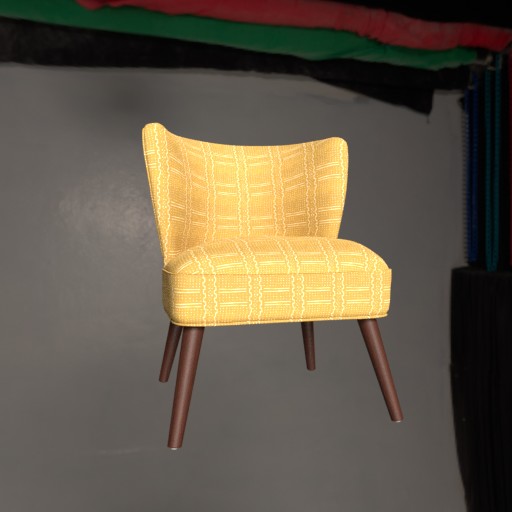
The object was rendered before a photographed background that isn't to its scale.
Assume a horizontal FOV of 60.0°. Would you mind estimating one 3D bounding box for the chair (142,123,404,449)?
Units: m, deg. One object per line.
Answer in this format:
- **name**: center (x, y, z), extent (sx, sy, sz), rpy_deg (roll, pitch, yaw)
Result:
- **chair**: center (0.000, 0.000, 1.430), extent (0.706, 0.866, 0.758), rpy_deg (0, 1, -16)
